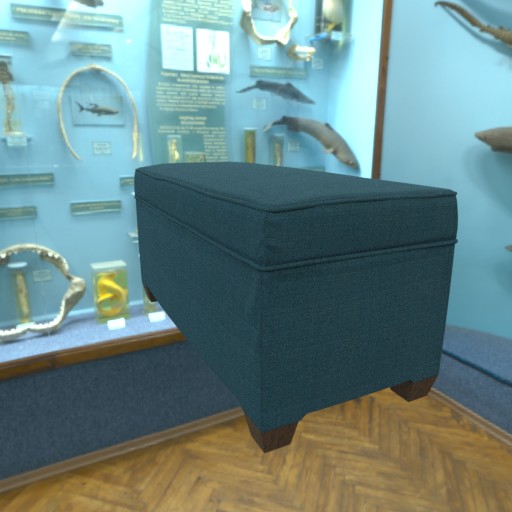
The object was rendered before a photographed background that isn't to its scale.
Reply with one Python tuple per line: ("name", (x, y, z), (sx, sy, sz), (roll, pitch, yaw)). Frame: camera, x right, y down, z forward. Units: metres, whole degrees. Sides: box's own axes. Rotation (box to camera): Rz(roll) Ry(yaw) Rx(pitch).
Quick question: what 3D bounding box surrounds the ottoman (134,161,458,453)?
("ottoman", (0.000, 0.000, 1.212), (0.474, 0.474, 0.943), (-8, 17, -26))
